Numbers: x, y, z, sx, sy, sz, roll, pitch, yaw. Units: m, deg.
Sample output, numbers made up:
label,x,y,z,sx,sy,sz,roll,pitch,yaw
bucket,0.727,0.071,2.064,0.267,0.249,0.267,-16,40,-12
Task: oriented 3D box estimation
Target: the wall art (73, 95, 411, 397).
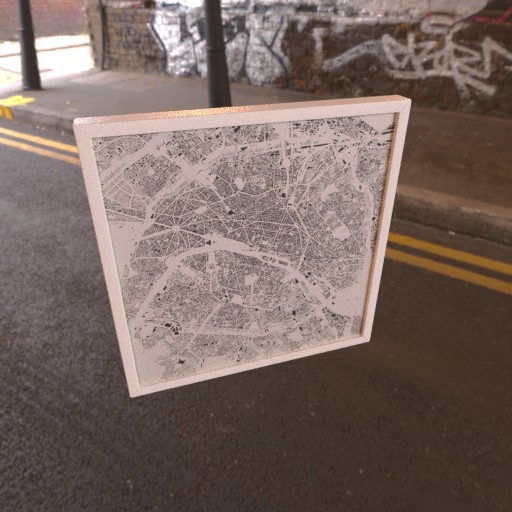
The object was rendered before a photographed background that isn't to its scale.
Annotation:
label,x,y,z,sx,sy,sz,roll,pitch,yaw
wall art,0.000,0.000,0.782,0.508,0.508,0.038,-9,32,-15
